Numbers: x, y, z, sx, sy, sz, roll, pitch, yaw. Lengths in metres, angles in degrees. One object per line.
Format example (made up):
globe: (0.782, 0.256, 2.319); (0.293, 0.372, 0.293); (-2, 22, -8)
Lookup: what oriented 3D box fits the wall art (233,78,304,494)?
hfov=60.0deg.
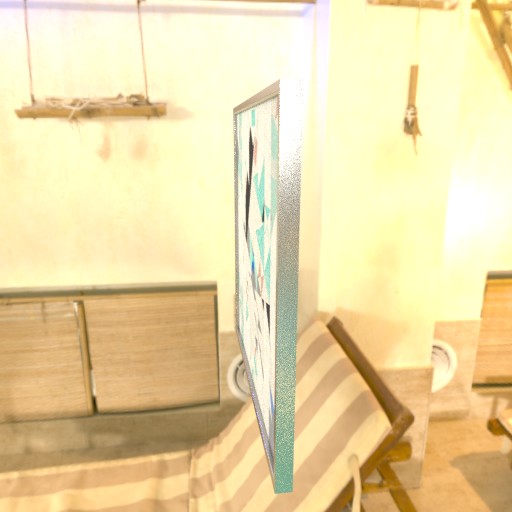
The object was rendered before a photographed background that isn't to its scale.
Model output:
wall art: (0.000, 0.000, 1.203); (0.038, 0.806, 0.806); (-2, 15, -8)
